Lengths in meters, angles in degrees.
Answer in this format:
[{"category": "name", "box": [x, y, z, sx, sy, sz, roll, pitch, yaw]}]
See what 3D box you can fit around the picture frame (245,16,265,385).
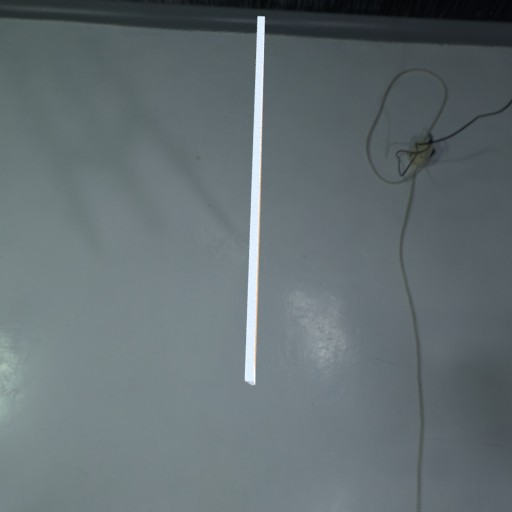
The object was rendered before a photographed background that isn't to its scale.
[{"category": "picture frame", "box": [0.000, 0.000, 1.188, 0.013, 0.940, 0.659, 2, 73, 0]}]
